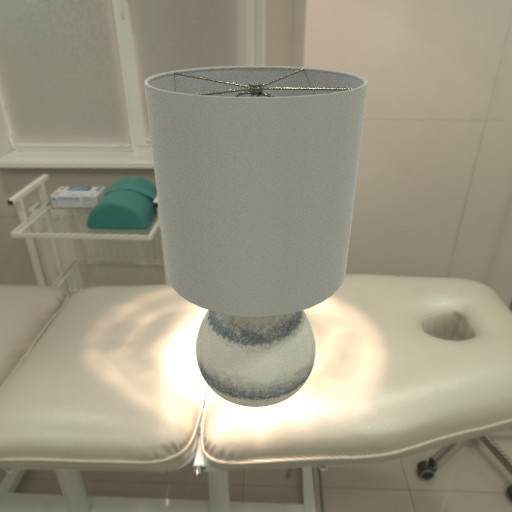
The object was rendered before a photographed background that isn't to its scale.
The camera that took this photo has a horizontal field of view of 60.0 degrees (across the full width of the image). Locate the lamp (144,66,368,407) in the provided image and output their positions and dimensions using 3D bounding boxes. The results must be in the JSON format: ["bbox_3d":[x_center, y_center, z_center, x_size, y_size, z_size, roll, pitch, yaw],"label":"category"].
[{"bbox_3d":[0.000,0.000,0.538,0.216,0.404,0.216,1,29,1],"label":"lamp"}]
